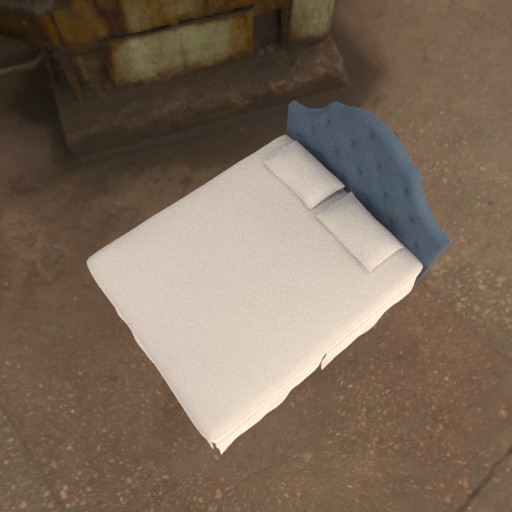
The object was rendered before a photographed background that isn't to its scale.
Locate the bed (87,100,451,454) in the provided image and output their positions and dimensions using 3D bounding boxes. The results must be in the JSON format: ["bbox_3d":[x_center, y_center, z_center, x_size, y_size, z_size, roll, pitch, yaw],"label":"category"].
[{"bbox_3d":[0.000,0.000,3.809,2.477,1.617,2.039,-35,69,-16],"label":"bed"}]
